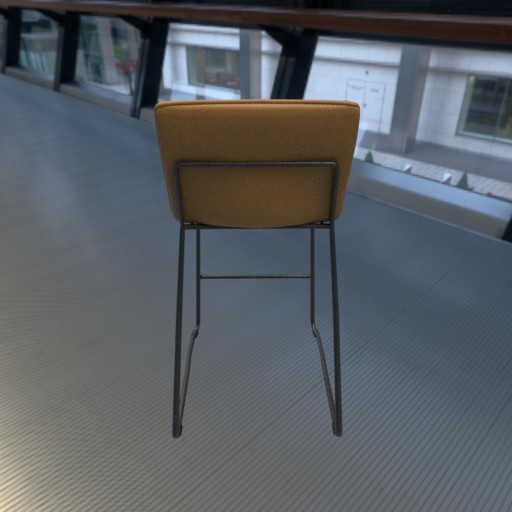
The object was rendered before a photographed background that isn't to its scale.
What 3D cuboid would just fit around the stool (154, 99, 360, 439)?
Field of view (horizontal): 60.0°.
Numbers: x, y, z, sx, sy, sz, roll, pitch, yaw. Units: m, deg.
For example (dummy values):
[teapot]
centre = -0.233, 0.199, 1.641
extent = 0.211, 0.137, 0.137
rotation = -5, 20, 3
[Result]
[stool]
centre = 0.000, 0.000, 1.255
extent = 0.489, 0.936, 0.524
rotation = 0, 30, -1
